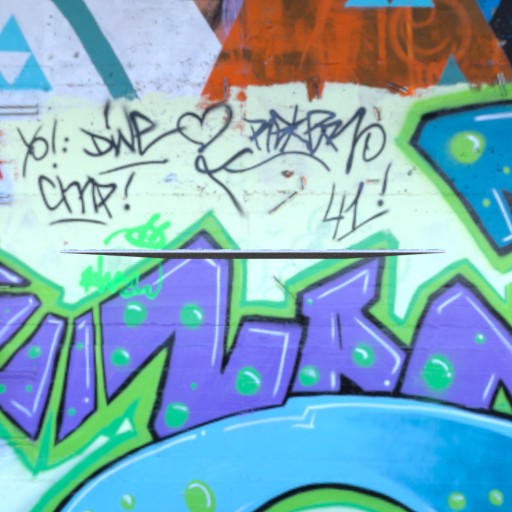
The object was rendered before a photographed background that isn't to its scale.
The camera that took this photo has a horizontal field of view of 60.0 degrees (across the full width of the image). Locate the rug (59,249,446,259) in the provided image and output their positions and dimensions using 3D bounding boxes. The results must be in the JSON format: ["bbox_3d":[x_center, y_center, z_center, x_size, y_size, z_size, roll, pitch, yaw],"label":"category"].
[{"bbox_3d":[0.000,0.000,2.905,1.578,0.014,2.206,0,-1,1],"label":"rug"}]
